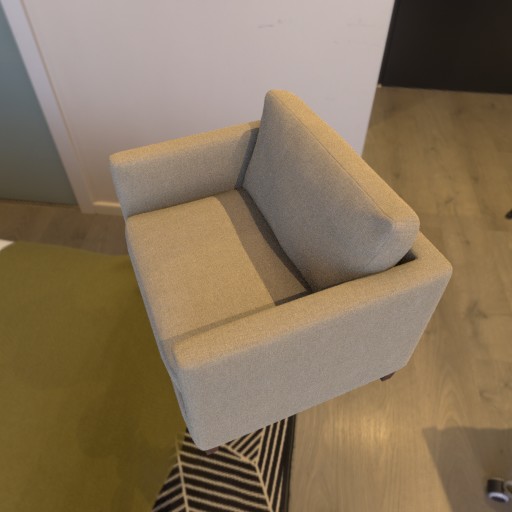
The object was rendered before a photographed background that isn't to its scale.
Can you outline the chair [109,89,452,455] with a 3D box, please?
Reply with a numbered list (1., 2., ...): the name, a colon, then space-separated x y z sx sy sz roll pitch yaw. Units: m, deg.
1. chair: 0.000 0.000 1.824 0.959 0.963 1.107 -17 50 -15
